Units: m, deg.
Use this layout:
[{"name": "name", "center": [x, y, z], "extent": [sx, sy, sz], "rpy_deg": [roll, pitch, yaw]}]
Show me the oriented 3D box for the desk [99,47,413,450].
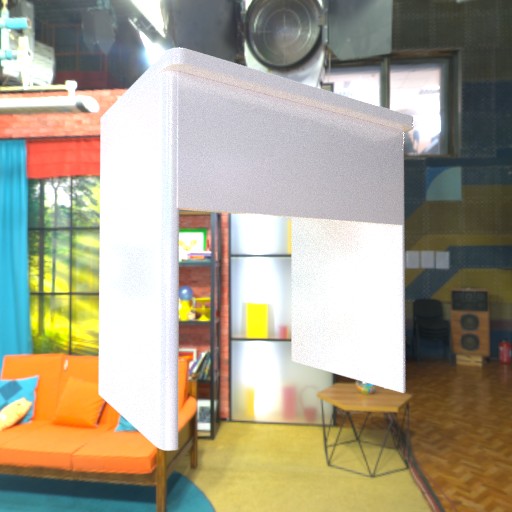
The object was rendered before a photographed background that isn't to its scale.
[{"name": "desk", "center": [0.000, 0.000, 1.287], "extent": [0.762, 0.800, 0.549], "rpy_deg": [1, -1, -34]}]
